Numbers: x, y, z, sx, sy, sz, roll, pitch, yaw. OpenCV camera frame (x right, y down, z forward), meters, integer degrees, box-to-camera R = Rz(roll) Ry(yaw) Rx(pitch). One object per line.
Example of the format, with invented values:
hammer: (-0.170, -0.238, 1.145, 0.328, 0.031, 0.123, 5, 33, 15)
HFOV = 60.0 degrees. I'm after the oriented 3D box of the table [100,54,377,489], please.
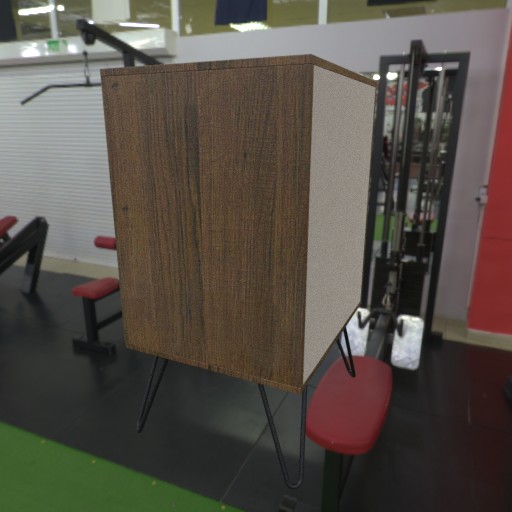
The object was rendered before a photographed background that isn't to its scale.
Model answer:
table: (0.000, 0.000, 1.146, 0.457, 0.866, 0.526, 8, 18, 25)
